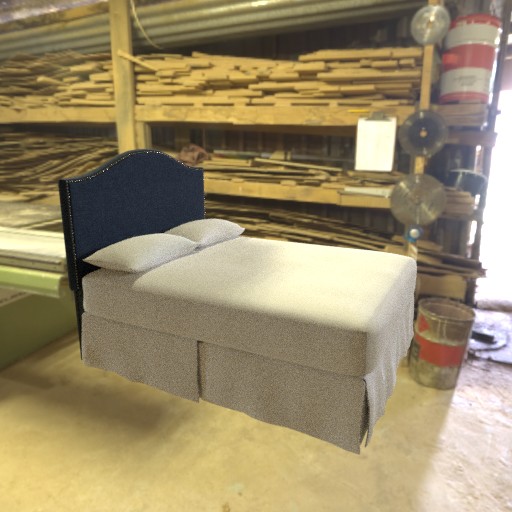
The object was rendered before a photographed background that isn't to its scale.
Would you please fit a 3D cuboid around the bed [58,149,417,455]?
[{"bbox_3d":[0.000,0.000,3.263,2.153,1.518,1.713,7,16,26],"label":"bed"}]
